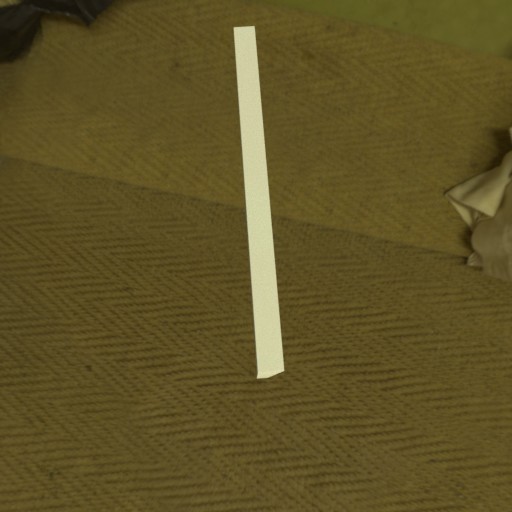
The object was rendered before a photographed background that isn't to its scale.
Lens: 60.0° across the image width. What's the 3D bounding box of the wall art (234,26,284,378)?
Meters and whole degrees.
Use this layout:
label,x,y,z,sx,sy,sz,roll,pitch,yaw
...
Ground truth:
label,x,y,z,sx,sy,sz,roll,pitch,yaw
wall art,0.000,0.000,1.165,0.039,0.915,0.612,-4,74,-1
